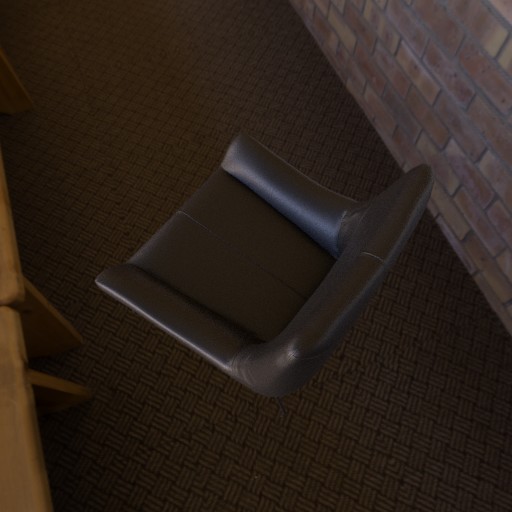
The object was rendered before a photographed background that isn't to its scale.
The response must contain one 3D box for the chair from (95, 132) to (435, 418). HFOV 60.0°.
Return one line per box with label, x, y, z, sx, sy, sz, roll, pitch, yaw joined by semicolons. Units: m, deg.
chair;0.000;0.000;1.575;0.826;0.922;0.836;34;68;16
